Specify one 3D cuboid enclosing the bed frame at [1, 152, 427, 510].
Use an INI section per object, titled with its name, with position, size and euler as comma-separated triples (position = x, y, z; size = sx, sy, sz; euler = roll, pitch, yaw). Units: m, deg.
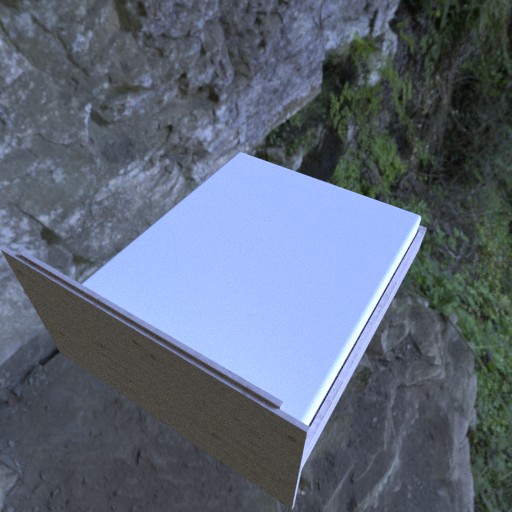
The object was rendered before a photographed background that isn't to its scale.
[bed frame]
position = 0.000, 0.000, 2.867
size = 1.750, 0.970, 2.080
euler = 24, 50, 22
